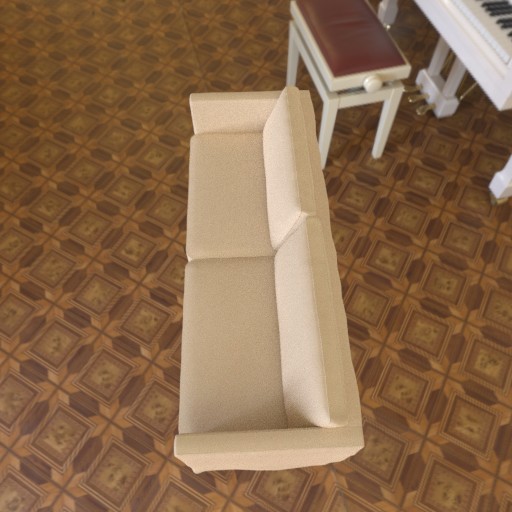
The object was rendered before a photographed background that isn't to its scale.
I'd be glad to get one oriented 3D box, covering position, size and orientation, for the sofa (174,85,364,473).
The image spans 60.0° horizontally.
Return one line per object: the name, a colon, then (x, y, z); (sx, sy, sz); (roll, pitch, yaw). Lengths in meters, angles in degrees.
sofa: (0.000, 0.000, 3.260); (1.036, 0.999, 2.779); (-2, 60, -1)
